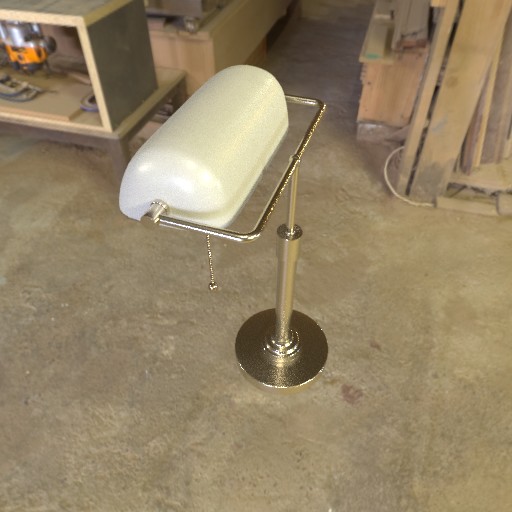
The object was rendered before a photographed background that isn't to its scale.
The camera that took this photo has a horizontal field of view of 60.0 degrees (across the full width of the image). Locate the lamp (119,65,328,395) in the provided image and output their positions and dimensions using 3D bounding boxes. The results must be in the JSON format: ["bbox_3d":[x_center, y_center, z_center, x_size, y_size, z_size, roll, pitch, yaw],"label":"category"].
[{"bbox_3d":[0.000,0.000,0.561,0.227,0.404,0.269,14,47,14],"label":"lamp"}]
